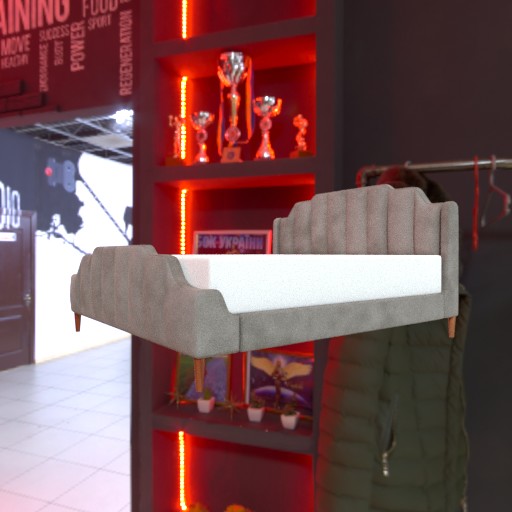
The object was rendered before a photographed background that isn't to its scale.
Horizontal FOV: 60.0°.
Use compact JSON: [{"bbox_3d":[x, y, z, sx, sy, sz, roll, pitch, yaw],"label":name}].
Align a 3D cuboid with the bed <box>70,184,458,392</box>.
[{"bbox_3d":[0.000,0.000,3.513,2.340,1.245,2.074,0,0,-37],"label":"bed"}]
